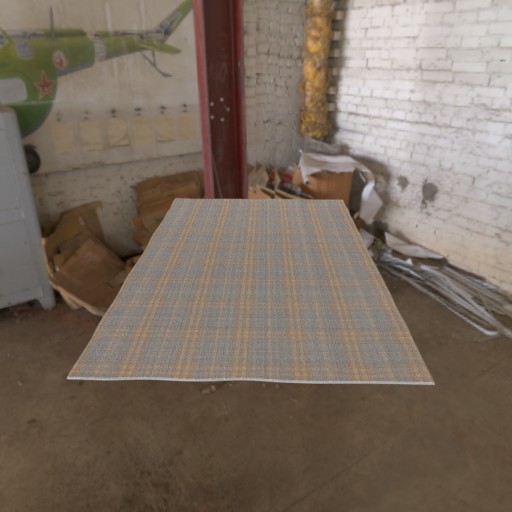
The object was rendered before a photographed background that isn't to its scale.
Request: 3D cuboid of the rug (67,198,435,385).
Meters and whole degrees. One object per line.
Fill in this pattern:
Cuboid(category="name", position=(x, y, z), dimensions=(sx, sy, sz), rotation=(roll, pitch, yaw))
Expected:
Cuboid(category="rug", position=(0.000, 0.000, 2.955), dimensions=(1.545, 0.016, 2.460), rotation=(1, 25, 1))
